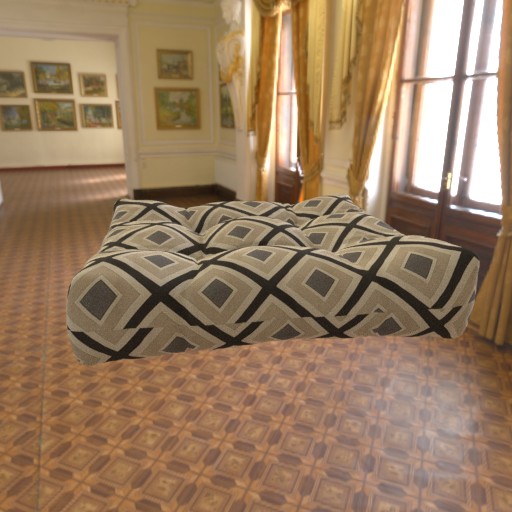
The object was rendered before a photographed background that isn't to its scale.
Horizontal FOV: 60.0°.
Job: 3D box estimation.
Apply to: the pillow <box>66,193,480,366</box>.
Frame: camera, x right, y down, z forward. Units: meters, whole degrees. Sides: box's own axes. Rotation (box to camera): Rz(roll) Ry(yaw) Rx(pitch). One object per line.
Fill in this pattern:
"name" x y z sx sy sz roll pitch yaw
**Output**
"pillow" 0.000 0.000 0.709 0.490 0.128 0.468 -3 18 -10
